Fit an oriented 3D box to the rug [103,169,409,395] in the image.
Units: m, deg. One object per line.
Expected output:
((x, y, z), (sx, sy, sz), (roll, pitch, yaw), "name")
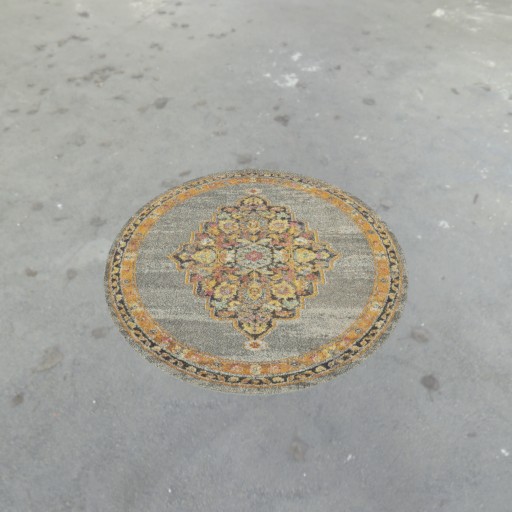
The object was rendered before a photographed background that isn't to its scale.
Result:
((0.000, 0.000, 3.551), (2.382, 0.014, 2.382), (0, 46, 0), "rug")
